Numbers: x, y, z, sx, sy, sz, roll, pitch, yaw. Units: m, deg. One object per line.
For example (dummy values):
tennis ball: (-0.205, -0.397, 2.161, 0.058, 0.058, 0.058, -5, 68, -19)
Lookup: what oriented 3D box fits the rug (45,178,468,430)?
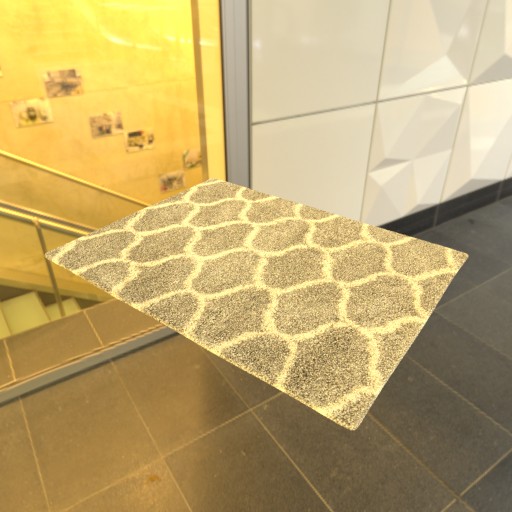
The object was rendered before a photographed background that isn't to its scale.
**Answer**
rug: (0.000, 0.000, 2.080, 1.600, 0.025, 1.200, 21, 38, 31)
